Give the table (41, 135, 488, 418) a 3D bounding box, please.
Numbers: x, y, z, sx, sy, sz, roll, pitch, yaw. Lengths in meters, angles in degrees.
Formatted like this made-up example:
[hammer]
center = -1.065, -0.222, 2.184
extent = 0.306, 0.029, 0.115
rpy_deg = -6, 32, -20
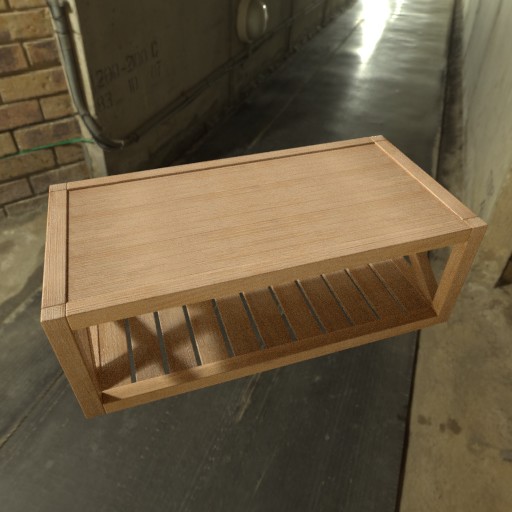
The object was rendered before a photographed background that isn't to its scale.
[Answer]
[table]
center = 0.000, 0.000, 1.613
extent = 1.321, 0.457, 0.660
rpy_deg = -12, 42, -13
